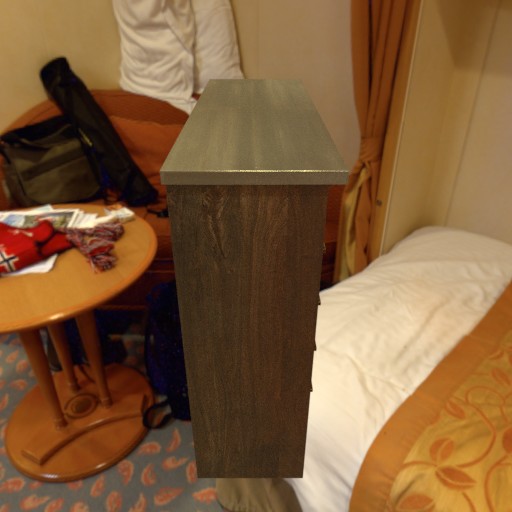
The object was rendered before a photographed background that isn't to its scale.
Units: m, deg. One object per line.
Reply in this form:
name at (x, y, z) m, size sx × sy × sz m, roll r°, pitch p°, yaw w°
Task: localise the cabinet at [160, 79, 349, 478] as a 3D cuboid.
cabinet at (0.000, 0.000, 1.425) m, size 0.338 × 0.919 × 0.968 m, roll 0°, pitch 31°, yaw 0°
